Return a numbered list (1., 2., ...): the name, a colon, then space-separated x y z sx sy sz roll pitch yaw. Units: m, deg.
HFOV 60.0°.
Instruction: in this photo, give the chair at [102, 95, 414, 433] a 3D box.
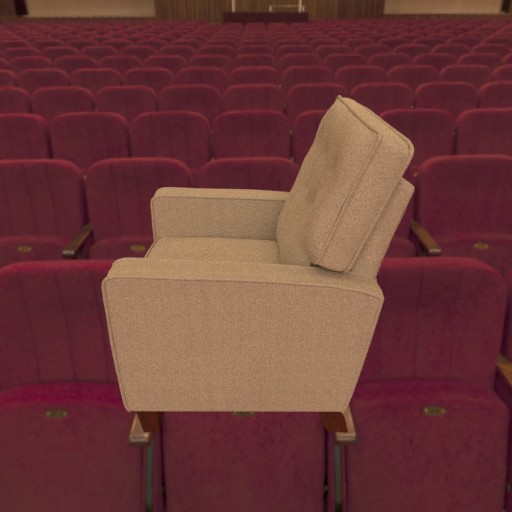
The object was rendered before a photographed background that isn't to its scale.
1. chair: 0.000 0.000 1.380 0.754 0.888 0.648 0 28 0
